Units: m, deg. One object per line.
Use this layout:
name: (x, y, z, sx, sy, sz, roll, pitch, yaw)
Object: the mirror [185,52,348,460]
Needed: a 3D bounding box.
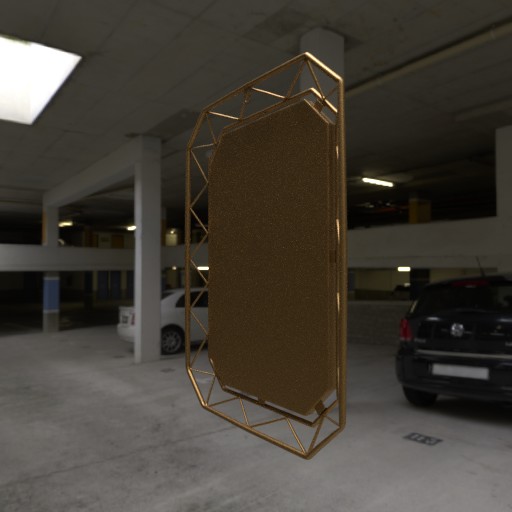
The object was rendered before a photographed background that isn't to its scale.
mirror: (0.000, 0.000, 0.728, 0.042, 0.566, 0.417, 1, -2, -37)
